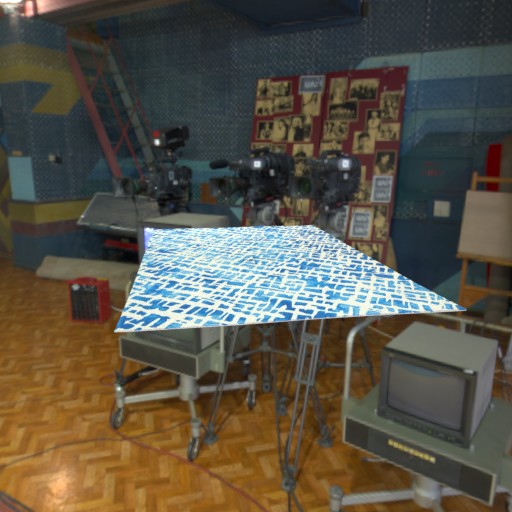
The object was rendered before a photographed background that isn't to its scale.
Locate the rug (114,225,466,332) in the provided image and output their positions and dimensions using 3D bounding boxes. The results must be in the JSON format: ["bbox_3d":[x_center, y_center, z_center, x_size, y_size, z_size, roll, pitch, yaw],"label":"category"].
[{"bbox_3d":[0.000,0.000,3.029,1.520,0.011,2.447,-2,13,-9],"label":"rug"}]
